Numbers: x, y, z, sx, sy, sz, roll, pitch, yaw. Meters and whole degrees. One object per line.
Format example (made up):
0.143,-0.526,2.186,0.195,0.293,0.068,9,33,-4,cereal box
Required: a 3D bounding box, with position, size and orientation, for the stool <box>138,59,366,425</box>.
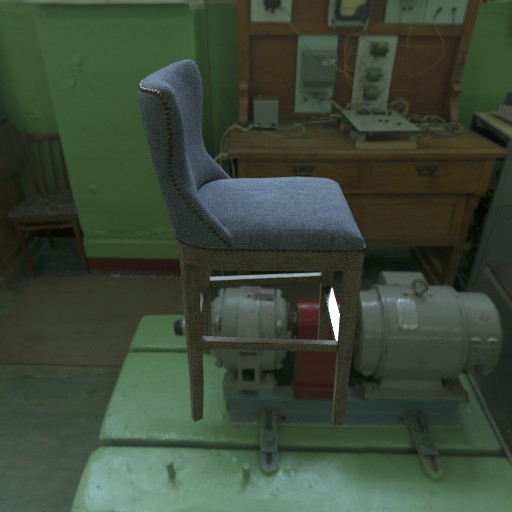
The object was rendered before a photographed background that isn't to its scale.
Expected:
0.000,0.000,1.435,0.606,1.123,0.494,0,31,0,stool
